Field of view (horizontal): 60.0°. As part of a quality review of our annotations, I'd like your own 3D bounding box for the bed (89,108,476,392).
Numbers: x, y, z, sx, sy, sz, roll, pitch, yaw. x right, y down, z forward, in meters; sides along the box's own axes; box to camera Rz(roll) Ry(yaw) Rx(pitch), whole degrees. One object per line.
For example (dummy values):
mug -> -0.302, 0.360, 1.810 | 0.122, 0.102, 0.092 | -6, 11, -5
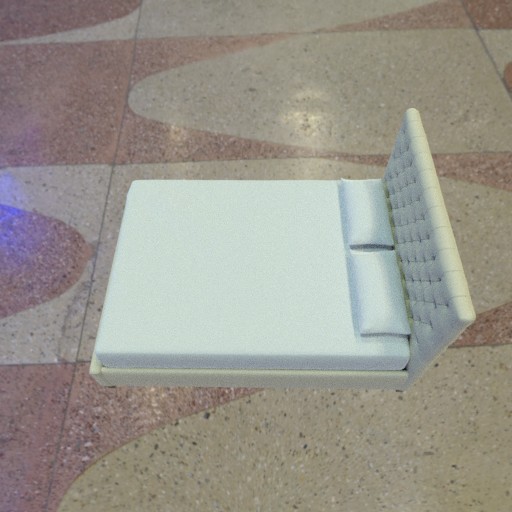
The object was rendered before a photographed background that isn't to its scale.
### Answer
bed -> 0.000, 0.000, 3.370 | 2.387, 1.427, 1.698 | 1, 57, 0
